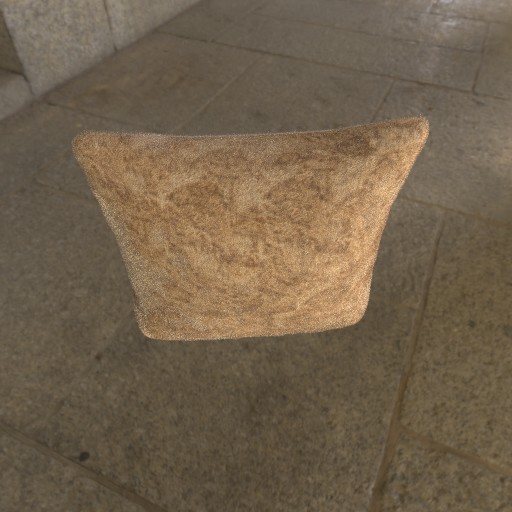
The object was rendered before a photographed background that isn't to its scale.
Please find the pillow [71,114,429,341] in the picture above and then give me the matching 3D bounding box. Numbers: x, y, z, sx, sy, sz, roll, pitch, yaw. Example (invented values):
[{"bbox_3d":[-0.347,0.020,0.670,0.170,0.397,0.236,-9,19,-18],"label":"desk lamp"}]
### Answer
[{"bbox_3d":[0.000,0.000,0.823,0.538,0.525,0.216,-3,47,-3],"label":"pillow"}]
